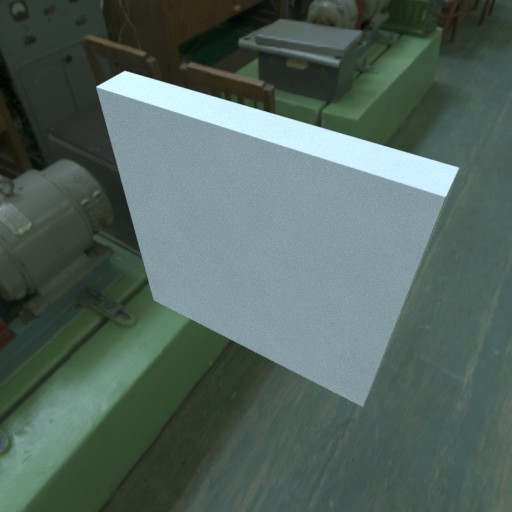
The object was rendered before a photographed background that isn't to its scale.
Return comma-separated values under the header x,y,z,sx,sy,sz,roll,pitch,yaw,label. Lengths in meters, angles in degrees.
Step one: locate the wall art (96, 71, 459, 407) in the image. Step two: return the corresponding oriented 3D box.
x,y,z,sx,sy,sz,roll,pitch,yaw,label
0.000,0.000,0.459,0.305,0.305,0.038,23,51,20,wall art
